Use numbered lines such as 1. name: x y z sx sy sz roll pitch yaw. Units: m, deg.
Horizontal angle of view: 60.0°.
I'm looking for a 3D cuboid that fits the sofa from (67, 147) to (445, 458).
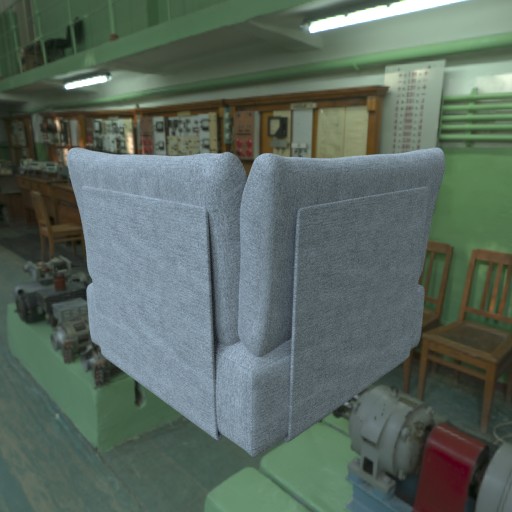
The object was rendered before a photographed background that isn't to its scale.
1. sofa: 0.000 0.000 1.711 1.000 0.820 1.000 -14 21 -43
